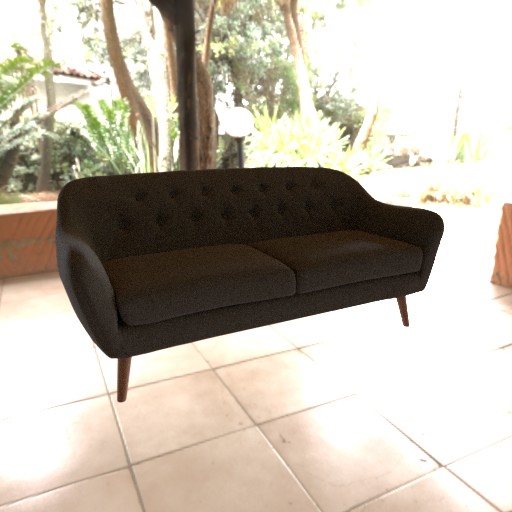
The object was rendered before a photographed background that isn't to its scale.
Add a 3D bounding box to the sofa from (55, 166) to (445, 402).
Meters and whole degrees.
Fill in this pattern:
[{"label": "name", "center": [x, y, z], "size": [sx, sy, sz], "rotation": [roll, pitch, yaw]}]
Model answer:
[{"label": "sofa", "center": [0.000, 0.000, 2.245], "size": [1.840, 0.820, 0.820], "rotation": [-8, 18, -26]}]
